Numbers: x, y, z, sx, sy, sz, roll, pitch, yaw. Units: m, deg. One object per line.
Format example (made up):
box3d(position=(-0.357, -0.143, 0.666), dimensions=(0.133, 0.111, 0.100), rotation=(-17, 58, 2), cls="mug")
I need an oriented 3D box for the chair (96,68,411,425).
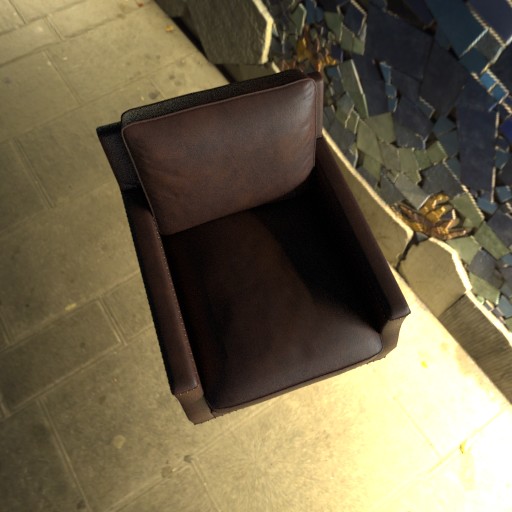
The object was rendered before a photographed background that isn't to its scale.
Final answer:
box3d(position=(0.000, 0.000, 1.707), dimensions=(0.853, 0.929, 1.014), rotation=(-17, 66, -8), cls="chair")
